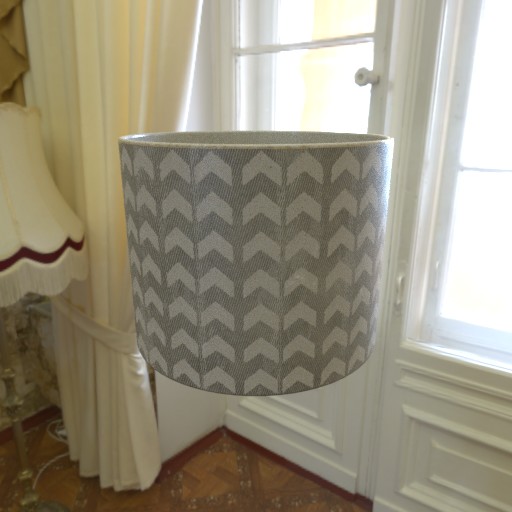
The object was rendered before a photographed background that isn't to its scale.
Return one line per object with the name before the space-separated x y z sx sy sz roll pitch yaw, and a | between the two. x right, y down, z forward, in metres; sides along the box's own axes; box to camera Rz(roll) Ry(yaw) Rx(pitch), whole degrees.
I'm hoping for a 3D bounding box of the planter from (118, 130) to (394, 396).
planter | 0.000 0.000 0.455 0.250 0.239 0.250 0 18 0
